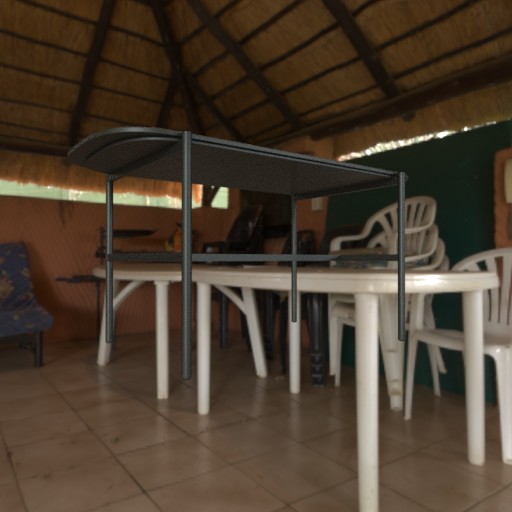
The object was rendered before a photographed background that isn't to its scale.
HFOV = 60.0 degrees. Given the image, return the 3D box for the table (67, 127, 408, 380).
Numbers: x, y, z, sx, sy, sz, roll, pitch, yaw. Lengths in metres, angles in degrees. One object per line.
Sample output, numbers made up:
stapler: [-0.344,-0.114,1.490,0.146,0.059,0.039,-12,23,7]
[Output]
table: [0.000,0.000,1.033,0.800,0.400,0.400,0,-1,-36]
